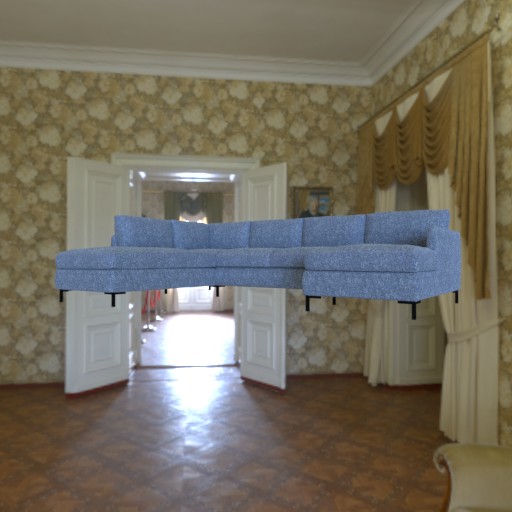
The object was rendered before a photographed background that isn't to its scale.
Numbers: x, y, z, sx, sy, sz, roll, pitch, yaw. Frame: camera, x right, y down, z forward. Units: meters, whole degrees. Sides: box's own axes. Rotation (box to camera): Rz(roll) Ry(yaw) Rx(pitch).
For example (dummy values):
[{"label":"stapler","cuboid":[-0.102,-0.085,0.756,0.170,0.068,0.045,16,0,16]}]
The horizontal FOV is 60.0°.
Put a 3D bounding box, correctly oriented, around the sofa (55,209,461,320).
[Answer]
[{"label":"sofa","cuboid":[0.000,0.000,3.562,2.737,0.756,1.879,0,-1,36]}]
